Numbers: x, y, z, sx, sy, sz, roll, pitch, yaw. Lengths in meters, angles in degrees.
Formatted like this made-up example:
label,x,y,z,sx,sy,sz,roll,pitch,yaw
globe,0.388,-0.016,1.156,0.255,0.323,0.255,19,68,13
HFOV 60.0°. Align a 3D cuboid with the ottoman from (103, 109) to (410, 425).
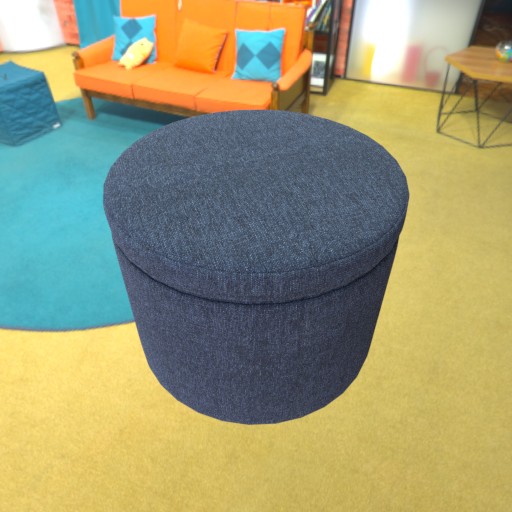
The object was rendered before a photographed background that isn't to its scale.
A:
label,x,y,z,sx,sy,sz,roll,pitch,yaw
ottoman,0.000,0.000,0.862,0.500,0.419,0.500,0,41,0
